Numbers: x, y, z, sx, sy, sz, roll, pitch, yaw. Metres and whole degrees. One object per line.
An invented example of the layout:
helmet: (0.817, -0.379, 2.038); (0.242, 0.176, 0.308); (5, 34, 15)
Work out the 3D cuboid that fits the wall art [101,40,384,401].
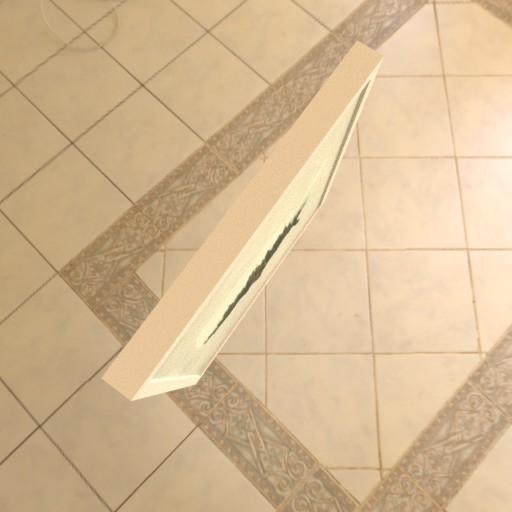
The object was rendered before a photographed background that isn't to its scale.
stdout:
wall art: (0.000, 0.000, 0.454); (0.024, 0.304, 0.304); (34, 78, 8)
